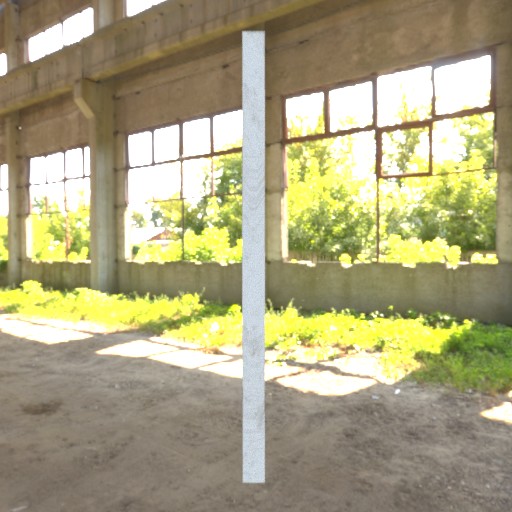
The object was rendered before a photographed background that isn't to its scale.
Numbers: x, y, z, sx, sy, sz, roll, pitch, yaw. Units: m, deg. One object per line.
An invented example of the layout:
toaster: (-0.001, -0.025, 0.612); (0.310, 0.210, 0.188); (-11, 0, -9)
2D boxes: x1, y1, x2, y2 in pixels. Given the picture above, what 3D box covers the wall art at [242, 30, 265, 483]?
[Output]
wall art: (0.000, 0.000, 1.121); (0.038, 0.757, 0.760); (0, 1, 1)
